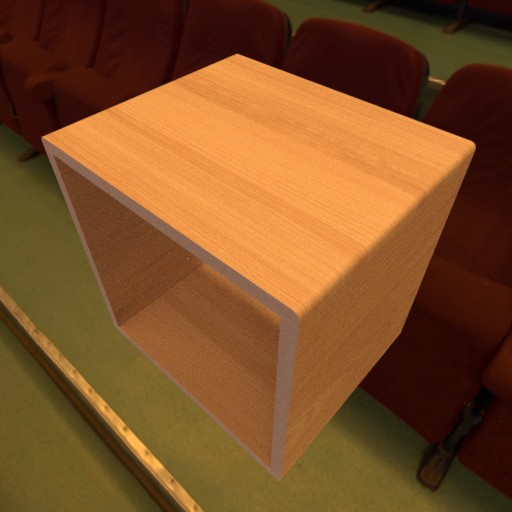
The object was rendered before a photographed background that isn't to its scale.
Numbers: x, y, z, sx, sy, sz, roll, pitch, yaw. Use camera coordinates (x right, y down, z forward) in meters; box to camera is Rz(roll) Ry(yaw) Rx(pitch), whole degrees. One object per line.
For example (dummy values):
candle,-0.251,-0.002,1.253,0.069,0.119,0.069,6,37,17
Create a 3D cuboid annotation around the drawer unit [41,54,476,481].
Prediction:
drawer unit,0.000,0.000,0.578,0.344,0.344,0.290,33,54,28
